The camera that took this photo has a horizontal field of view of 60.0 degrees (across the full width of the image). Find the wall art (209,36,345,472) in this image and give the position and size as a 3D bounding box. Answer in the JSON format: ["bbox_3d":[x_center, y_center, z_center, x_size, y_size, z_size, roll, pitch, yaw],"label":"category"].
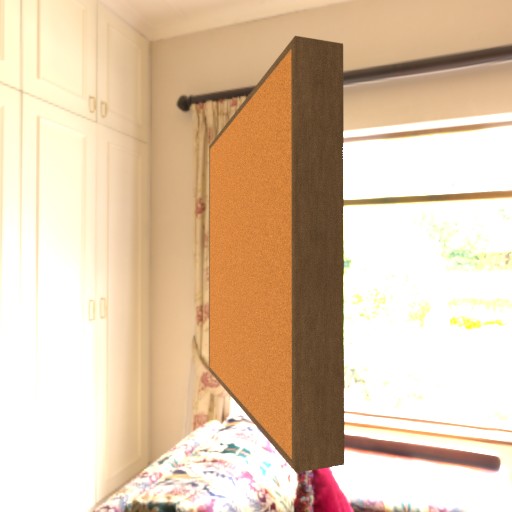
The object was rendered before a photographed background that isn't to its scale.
[{"bbox_3d":[0.000,0.000,0.456,0.038,0.302,0.303,0,-1,-17],"label":"wall art"}]
